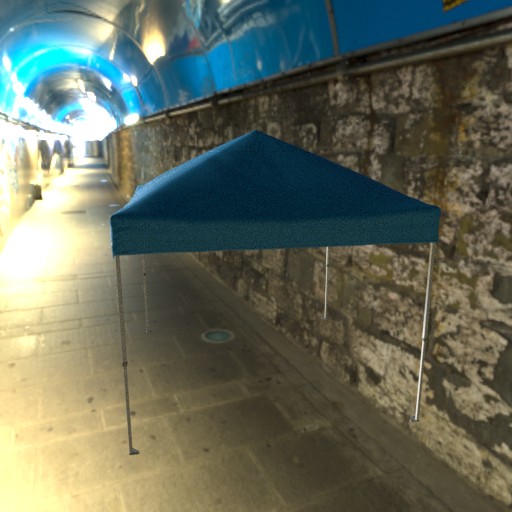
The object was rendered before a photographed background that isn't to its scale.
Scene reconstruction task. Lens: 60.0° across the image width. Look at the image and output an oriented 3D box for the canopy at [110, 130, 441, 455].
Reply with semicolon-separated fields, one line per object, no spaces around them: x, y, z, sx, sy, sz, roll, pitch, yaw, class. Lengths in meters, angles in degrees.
0.000;0.000;5.468;2.996;2.997;2.998;-2;14;-10;canopy
